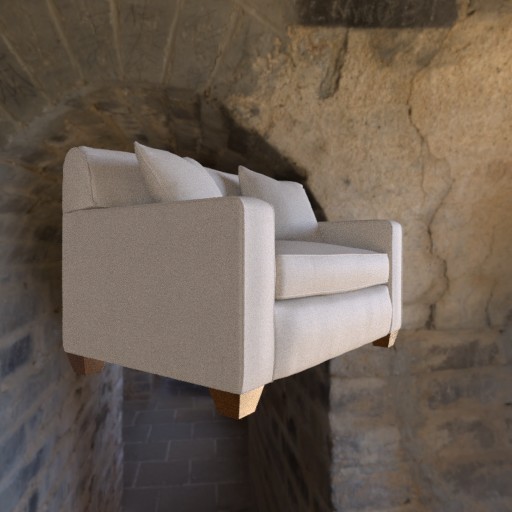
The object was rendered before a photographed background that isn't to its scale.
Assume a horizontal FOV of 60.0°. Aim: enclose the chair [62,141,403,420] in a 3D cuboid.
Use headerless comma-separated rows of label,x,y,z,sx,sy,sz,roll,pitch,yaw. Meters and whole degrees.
chair,0.000,0.000,2.076,1.000,0.948,1.383,0,1,37
